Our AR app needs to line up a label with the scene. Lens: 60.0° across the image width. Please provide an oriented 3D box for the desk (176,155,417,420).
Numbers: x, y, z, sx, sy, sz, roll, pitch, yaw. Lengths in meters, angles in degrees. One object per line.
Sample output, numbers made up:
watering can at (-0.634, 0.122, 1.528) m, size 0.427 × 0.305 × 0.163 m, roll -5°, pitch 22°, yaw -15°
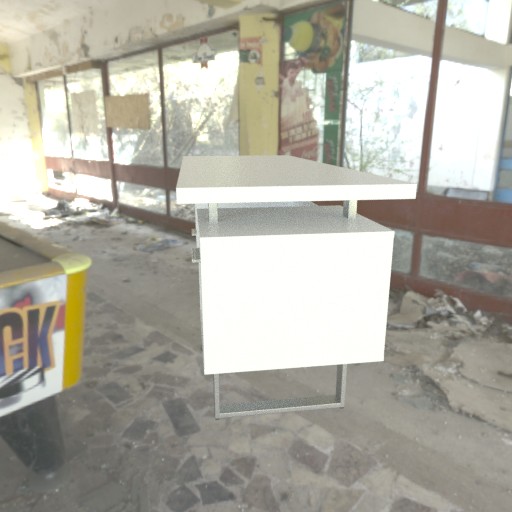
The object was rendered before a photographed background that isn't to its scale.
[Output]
desk at (0.000, 0.000, 1.913) m, size 0.603 × 0.773 × 1.530 m, roll -2°, pitch 16°, yaw -8°
